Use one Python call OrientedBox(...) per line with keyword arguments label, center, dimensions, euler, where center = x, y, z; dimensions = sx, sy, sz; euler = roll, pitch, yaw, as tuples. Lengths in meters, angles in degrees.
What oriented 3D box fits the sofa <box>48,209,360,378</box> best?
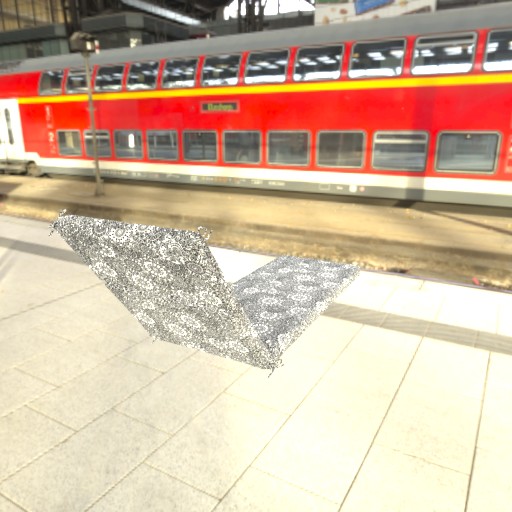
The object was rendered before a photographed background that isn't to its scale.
OrientedBox(label="sofa", center=(0.000, 0.000, 1.967), dimensions=(0.582, 0.622, 1.663), euler=(9, 19, 27))
